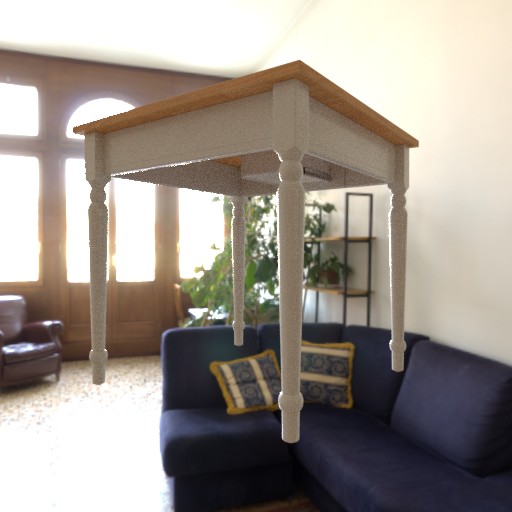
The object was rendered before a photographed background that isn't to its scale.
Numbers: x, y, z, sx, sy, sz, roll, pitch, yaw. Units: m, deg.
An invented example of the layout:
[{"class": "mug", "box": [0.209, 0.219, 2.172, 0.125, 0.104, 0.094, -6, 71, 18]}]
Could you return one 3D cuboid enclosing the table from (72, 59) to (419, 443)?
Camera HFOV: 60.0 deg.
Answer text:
[{"class": "table", "box": [0.000, 0.000, 1.343, 0.747, 0.738, 0.747, 0, 1, 36]}]
